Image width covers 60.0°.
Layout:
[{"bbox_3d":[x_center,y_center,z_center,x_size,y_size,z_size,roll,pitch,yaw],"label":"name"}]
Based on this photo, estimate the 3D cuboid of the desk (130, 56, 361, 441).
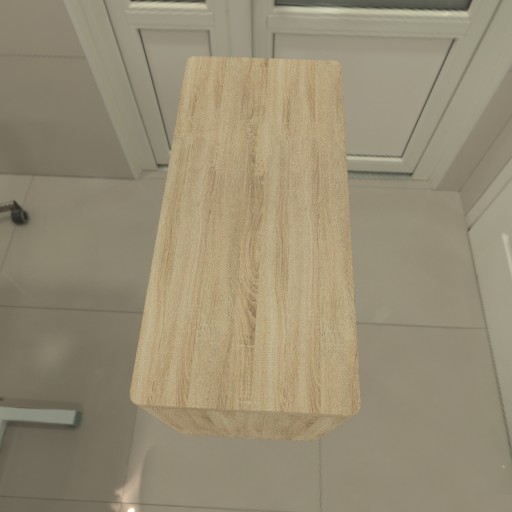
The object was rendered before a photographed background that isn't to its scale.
[{"bbox_3d":[0.000,0.000,1.649,0.550,0.760,1.200,2,63,1],"label":"desk"}]
